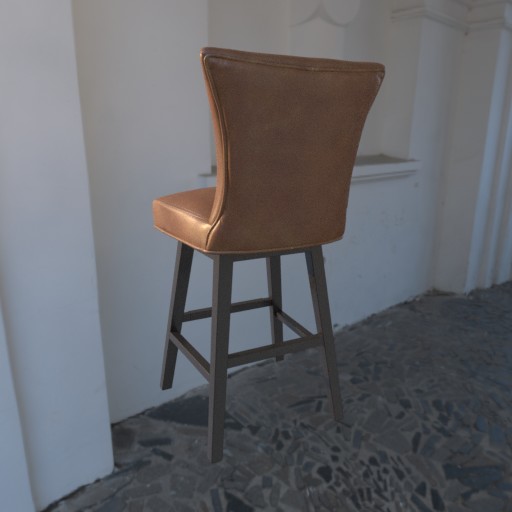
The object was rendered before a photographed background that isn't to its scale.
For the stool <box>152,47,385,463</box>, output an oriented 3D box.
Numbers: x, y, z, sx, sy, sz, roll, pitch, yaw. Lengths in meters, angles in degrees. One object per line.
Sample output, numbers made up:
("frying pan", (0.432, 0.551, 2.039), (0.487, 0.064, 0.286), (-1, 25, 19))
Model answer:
("stool", (0.000, 0.000, 1.389), (0.522, 1.094, 0.585), (-7, 17, -26))
